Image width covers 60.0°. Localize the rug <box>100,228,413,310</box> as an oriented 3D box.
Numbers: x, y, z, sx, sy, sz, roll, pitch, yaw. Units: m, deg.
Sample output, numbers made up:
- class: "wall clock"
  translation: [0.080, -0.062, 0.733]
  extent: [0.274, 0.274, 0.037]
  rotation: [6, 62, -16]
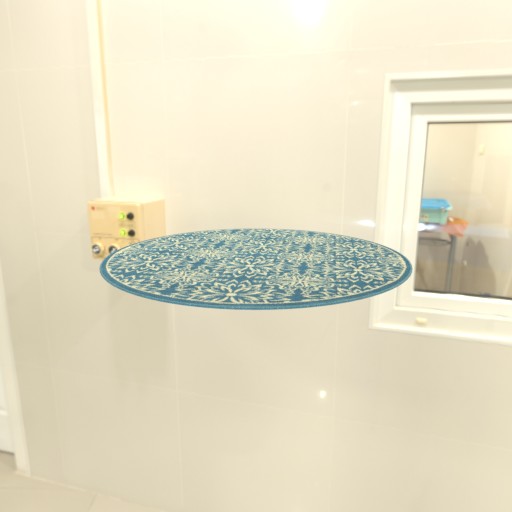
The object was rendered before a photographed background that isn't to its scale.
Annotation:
- class: "rug"
  translation: [0.000, 0.000, 2.384]
  extent: [1.593, 0.012, 1.593]
  rotation: [0, 14, 0]
